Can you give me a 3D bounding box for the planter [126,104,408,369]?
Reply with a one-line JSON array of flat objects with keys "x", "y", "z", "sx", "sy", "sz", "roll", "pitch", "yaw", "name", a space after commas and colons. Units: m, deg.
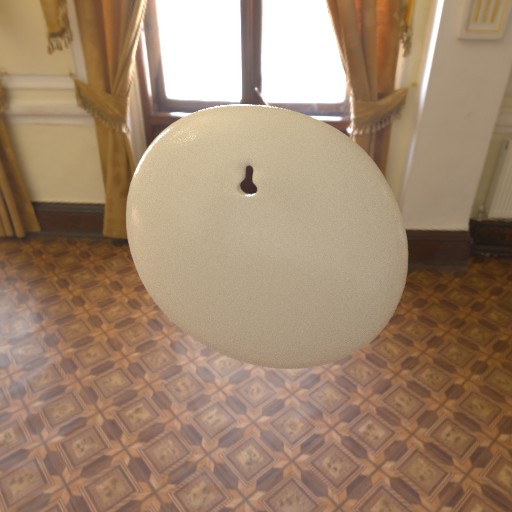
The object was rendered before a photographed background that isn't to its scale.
[{"x": 0.000, "y": 0.000, "z": 0.285, "sx": 0.185, "sy": 0.188, "sz": 0.043, "roll": 9, "pitch": 32, "yaw": 15, "name": "planter"}]
